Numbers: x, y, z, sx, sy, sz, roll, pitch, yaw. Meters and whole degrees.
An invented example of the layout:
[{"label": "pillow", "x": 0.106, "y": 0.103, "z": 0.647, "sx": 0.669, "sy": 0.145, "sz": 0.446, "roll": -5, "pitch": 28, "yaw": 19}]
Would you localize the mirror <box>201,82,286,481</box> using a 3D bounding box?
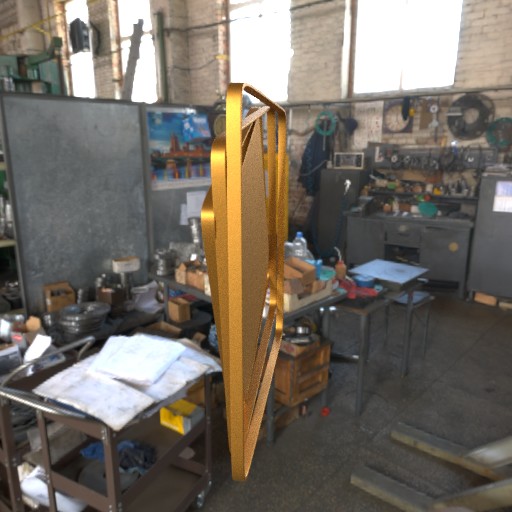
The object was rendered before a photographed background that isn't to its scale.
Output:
[{"label": "mirror", "x": 0.000, "y": 0.000, "z": 0.694, "sx": 0.045, "sy": 0.468, "sz": 0.470, "roll": 2, "pitch": 14, "yaw": 9}]
